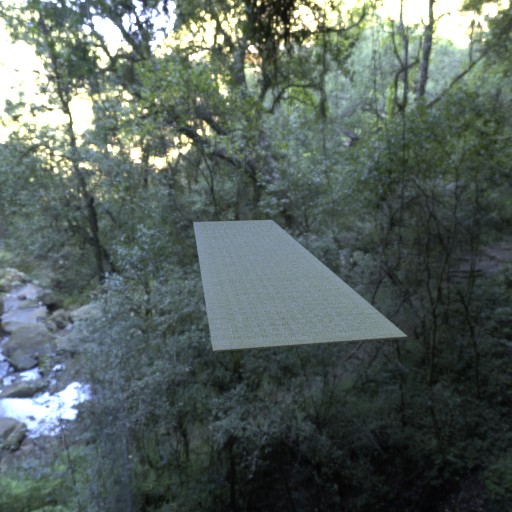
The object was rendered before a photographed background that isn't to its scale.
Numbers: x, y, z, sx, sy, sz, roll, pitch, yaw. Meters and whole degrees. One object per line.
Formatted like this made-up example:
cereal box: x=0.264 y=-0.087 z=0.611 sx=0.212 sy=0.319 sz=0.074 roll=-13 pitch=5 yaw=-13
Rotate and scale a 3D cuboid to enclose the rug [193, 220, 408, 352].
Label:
rug: x=0.000 y=0.000 z=2.677 sx=0.686 sy=0.006 sz=2.437 roll=-2 pitch=15 yaw=-9
